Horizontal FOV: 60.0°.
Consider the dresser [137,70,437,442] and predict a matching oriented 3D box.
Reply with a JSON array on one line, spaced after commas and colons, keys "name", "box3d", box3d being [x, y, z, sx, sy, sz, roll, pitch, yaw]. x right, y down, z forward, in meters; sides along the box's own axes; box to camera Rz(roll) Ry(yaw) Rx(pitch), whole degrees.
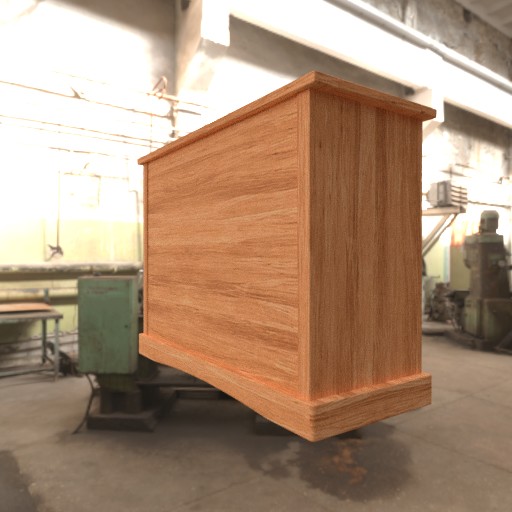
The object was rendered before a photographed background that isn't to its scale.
[{"name": "dresser", "box3d": [0.000, 0.000, 1.394, 0.410, 0.740, 0.990, 0, 0, -35]}]
